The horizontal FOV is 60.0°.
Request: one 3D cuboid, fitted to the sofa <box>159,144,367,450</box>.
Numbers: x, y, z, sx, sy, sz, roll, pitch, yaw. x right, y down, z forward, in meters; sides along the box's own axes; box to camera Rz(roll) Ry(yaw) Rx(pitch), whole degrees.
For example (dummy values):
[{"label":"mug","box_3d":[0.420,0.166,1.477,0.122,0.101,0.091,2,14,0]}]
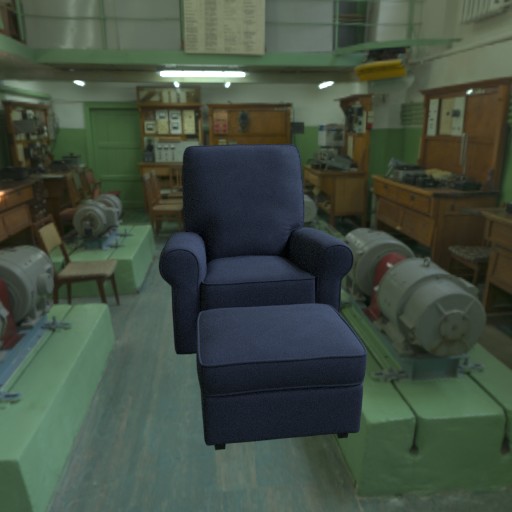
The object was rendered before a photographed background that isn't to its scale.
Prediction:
[{"label":"sofa","box_3d":[0.000,0.000,2.057,0.880,0.959,1.478,-2,17,-7]}]
